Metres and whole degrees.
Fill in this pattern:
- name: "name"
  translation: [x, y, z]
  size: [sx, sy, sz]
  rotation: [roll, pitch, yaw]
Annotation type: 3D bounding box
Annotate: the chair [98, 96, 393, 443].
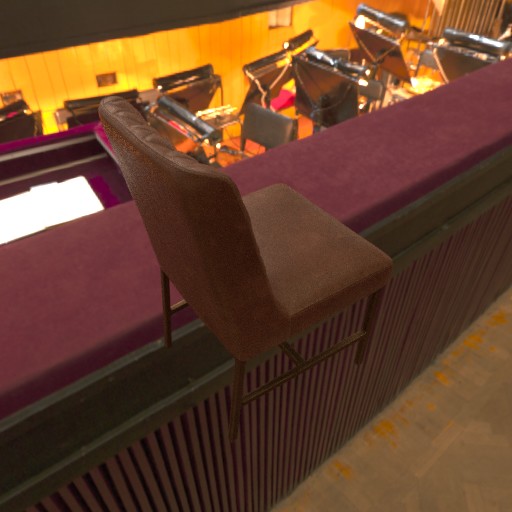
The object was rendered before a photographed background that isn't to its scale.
- name: "chair"
  translation: [0.000, 0.000, 1.233]
  size: [0.587, 0.889, 0.508]
  rotation: [-25, 47, -26]
